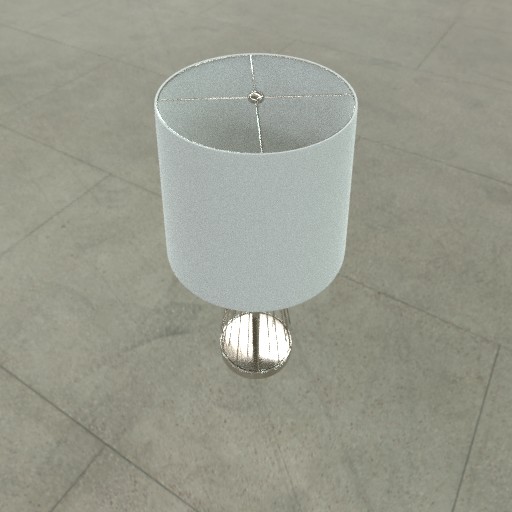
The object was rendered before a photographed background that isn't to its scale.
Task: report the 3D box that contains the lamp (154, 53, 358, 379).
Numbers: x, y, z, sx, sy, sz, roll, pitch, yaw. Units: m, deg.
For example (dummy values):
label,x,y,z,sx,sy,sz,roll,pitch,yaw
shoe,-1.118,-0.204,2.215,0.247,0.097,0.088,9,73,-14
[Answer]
label,x,y,z,sx,sy,sz,roll,pitch,yaw
lamp,0.000,0.000,0.792,0.303,0.618,0.303,0,47,0
